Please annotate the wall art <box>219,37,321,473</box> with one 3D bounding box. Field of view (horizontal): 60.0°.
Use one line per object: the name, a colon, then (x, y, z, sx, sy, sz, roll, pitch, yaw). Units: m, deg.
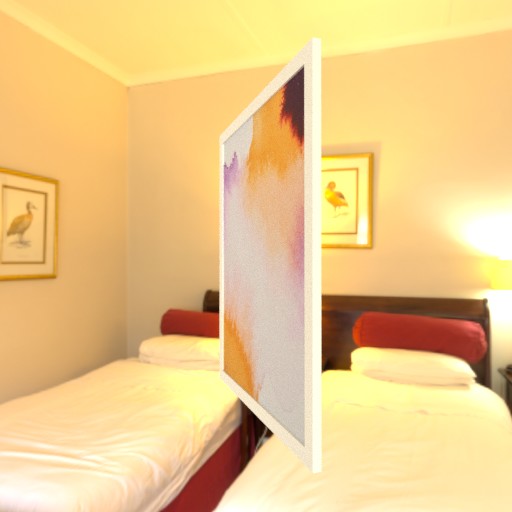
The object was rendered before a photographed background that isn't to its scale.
wall art: (0.000, 0.000, 0.795, 0.012, 0.557, 0.482, 0, 0, -19)
